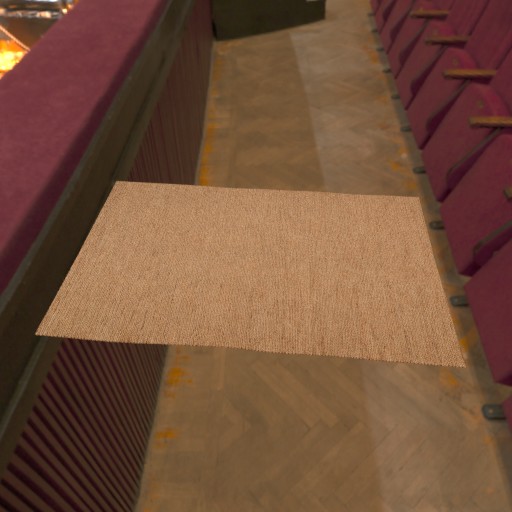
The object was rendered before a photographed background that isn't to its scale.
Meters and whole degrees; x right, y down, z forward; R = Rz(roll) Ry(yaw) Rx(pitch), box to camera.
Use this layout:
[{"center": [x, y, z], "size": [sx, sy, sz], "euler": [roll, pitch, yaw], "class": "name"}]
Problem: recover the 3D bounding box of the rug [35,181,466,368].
[{"center": [0.000, 0.000, 3.028], "size": [2.439, 0.011, 1.533], "euler": [4, 45, 4], "class": "rug"}]
